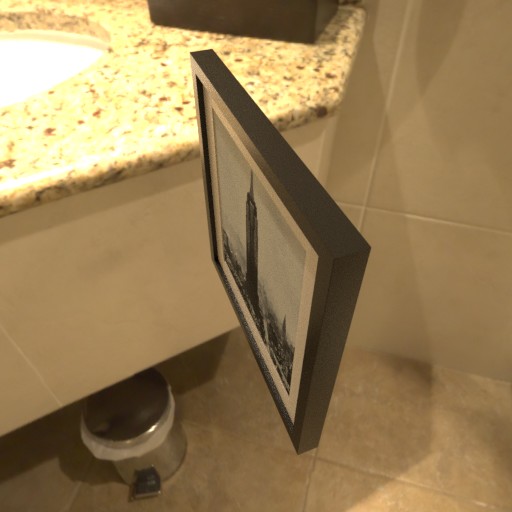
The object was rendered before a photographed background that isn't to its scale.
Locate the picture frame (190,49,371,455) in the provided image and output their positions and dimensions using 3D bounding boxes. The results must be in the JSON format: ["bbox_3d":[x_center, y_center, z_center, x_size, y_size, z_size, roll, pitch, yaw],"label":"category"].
[{"bbox_3d":[0.000,0.000,0.535,0.029,0.353,0.355,-16,48,-14],"label":"picture frame"}]
